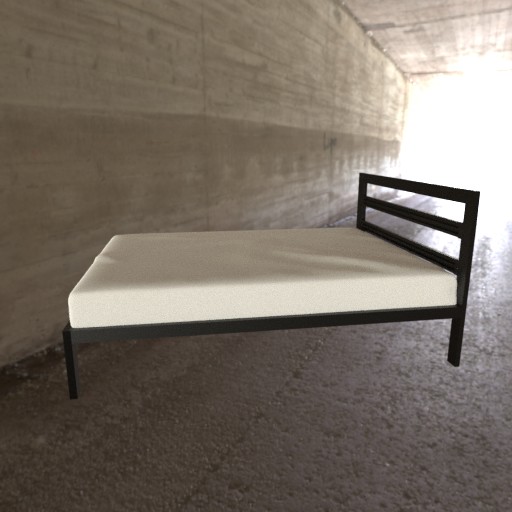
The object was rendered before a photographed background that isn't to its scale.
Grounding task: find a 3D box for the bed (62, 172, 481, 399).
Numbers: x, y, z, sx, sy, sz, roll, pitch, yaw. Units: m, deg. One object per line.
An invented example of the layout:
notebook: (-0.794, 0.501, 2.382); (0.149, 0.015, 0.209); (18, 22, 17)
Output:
bed: (0.000, 0.000, 2.908); (2.062, 0.967, 1.524); (-2, 14, -9)
